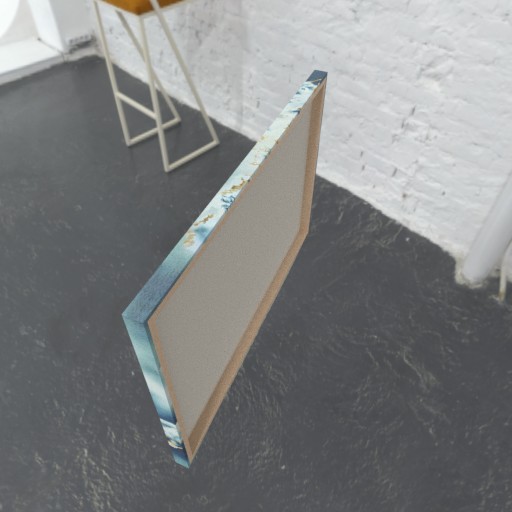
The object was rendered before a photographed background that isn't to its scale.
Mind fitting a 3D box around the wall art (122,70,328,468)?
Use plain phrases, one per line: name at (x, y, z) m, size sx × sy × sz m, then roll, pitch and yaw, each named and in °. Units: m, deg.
wall art at (0.000, 0.000, 1.157) m, size 0.038 × 0.608 × 0.912 m, roll 17°, pitch 49°, yaw 16°
